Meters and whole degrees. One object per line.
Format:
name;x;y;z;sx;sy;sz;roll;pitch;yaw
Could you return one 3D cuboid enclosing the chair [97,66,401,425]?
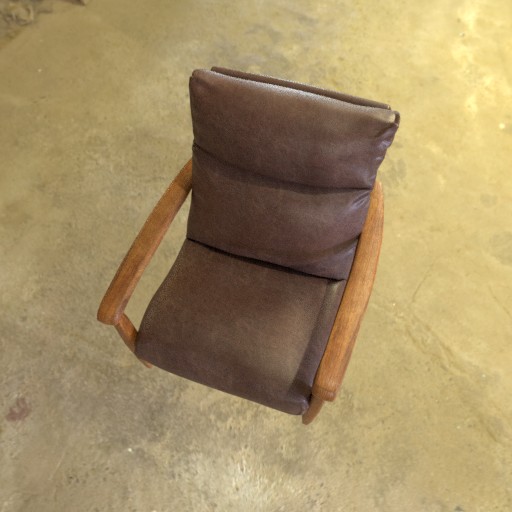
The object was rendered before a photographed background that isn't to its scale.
chair;0.000;0.000;1.495;0.782;0.897;0.830;17;59;10
